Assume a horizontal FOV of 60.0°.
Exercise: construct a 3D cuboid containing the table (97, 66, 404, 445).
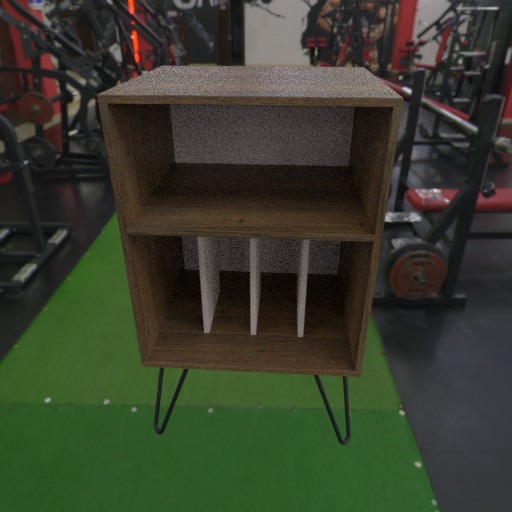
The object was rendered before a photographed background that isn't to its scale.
[{"bbox_3d":[0.000,0.000,1.154,0.526,0.866,0.457,2,29,3],"label":"table"}]
